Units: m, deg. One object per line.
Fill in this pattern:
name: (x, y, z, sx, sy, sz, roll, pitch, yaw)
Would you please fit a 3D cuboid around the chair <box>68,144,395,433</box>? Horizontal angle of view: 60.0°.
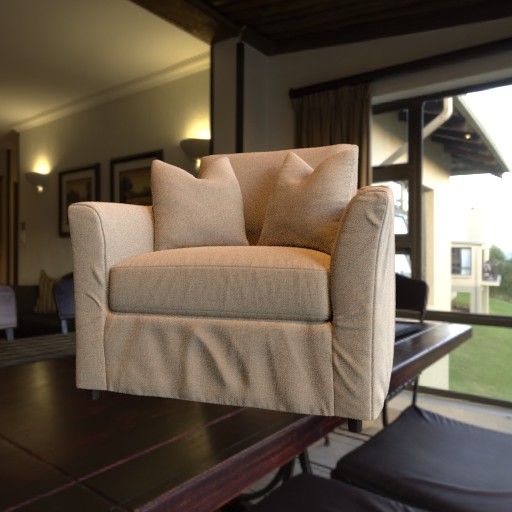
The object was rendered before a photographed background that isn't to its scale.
chair: (0.000, 0.000, 2.006, 1.194, 1.093, 1.071, 0, 0, 18)
